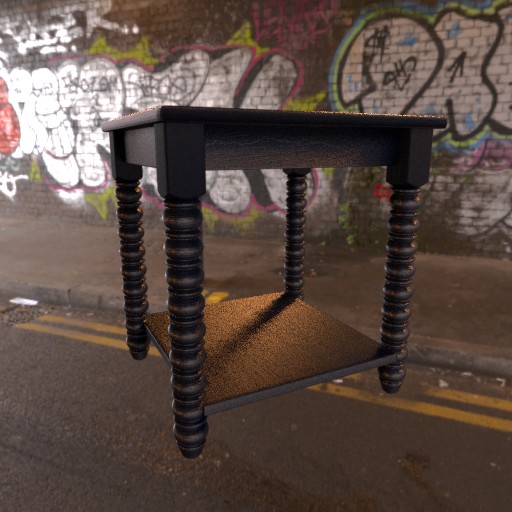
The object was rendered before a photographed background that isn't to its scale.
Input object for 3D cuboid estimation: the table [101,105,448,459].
[{"bbox_3d":[0.000,0.000,0.966,0.533,0.567,0.500,-7,15,-26],"label":"table"}]
